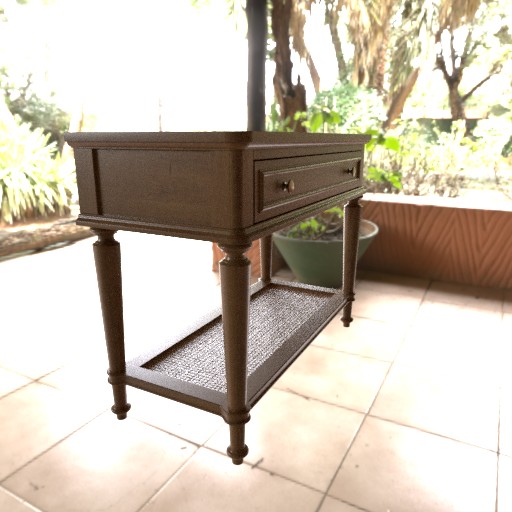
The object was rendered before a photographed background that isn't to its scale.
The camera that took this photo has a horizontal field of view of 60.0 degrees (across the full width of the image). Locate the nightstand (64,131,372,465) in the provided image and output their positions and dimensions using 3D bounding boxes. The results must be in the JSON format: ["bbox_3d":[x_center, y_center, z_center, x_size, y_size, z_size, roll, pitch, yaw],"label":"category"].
[{"bbox_3d":[0.000,0.000,1.314,0.432,0.700,0.914,8,17,27],"label":"nightstand"}]
